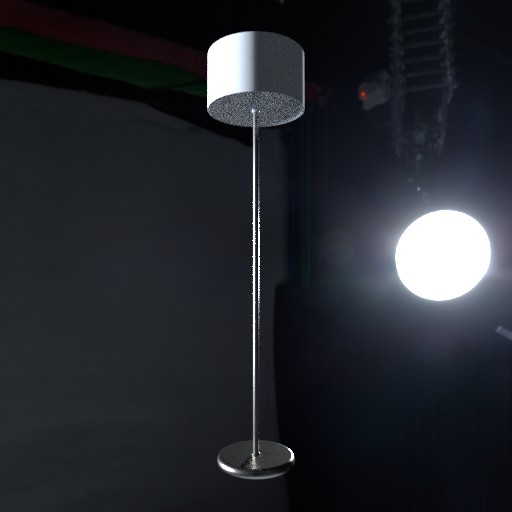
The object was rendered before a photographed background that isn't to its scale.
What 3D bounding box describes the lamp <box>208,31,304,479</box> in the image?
[{"bbox_3d":[0.000,0.000,1.580,0.347,1.443,0.347,2,-3,-34],"label":"lamp"}]
